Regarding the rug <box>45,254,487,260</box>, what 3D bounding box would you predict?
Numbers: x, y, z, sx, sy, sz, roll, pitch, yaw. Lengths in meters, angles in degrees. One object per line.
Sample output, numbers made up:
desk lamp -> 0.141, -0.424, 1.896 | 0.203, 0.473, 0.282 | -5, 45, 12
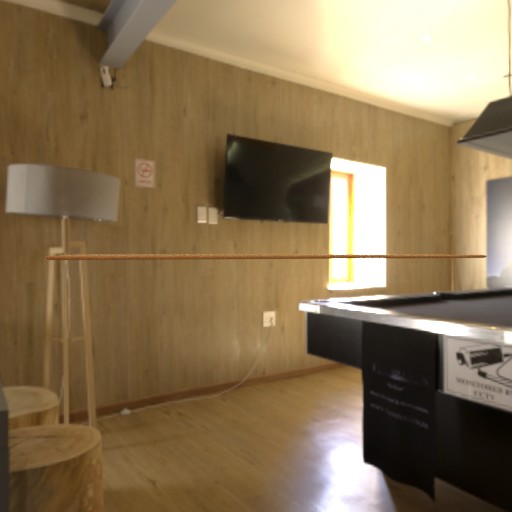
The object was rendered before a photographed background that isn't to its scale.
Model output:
rug -> 0.000, 0.000, 2.085 | 1.678, 0.013, 1.078 | 0, 0, -18
